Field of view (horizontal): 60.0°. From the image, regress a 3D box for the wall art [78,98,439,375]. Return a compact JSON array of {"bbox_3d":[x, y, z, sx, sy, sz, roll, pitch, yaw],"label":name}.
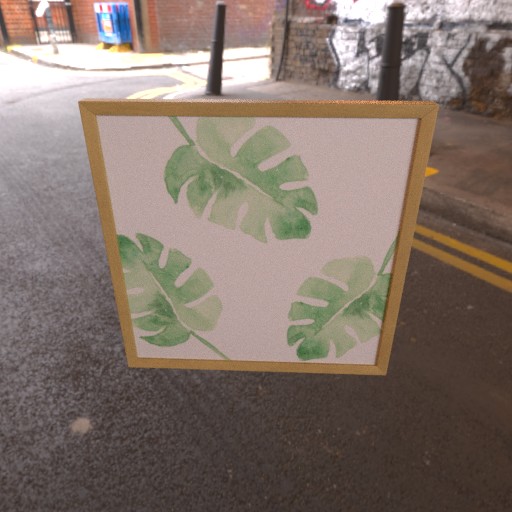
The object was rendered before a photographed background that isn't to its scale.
[{"bbox_3d":[0.000,0.000,1.138,0.763,0.763,0.037,1,30,2],"label":"wall art"}]
